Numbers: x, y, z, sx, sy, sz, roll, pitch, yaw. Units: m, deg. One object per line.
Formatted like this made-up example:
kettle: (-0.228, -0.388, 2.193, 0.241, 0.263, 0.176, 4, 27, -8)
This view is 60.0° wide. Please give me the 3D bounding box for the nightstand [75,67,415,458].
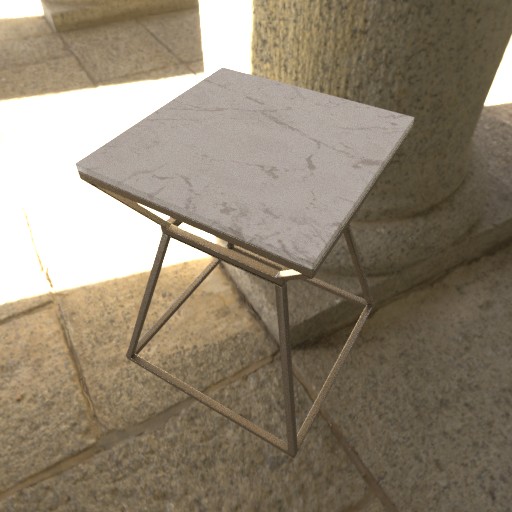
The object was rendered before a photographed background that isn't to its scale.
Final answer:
nightstand: (0.000, 0.000, 0.925, 0.455, 0.554, 0.455, 23, 51, 21)
